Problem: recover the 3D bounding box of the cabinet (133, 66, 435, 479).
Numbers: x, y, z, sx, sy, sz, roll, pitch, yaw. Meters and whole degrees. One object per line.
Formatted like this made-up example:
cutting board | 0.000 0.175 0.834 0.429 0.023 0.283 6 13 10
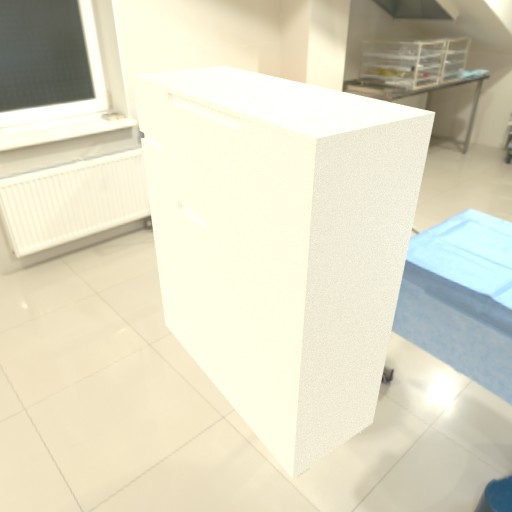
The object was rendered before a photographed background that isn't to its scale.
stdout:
cabinet | 0.000 0.000 1.671 0.400 1.190 1.000 -20 36 -30
